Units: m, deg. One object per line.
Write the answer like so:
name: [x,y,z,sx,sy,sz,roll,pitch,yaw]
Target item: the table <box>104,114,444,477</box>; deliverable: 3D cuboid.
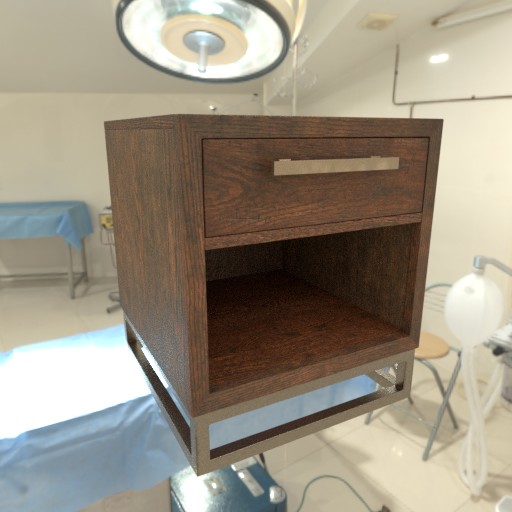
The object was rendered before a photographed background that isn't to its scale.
table: [0.000,0.000,0.992,0.506,0.582,0.566,-8,18,-27]
